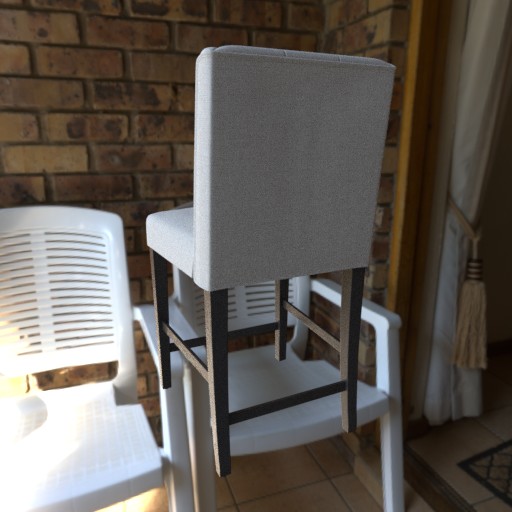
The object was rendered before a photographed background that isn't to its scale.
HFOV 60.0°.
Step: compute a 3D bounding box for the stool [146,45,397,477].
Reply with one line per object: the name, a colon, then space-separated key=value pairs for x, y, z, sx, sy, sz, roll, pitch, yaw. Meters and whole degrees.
stool: x=0.000 y=0.000 z=1.193 sx=0.474 sy=0.939 sz=0.509 roll=-7 pitch=17 yaw=-25
